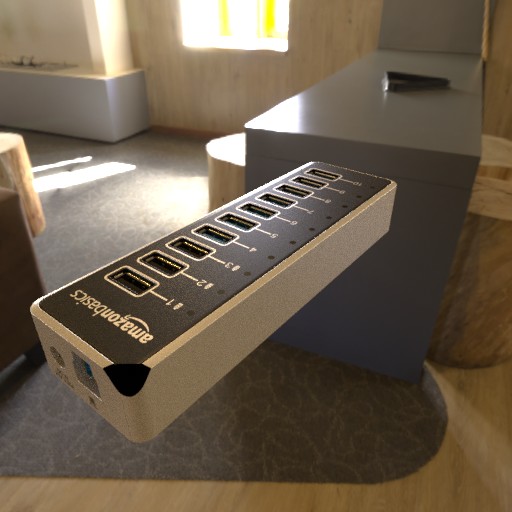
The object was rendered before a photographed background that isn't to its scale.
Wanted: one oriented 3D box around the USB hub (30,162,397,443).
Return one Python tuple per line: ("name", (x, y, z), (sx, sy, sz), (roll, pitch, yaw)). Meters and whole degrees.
("USB hub", (0.000, 0.000, 0.161), (0.044, 0.023, 0.145), (23, 39, 32))
